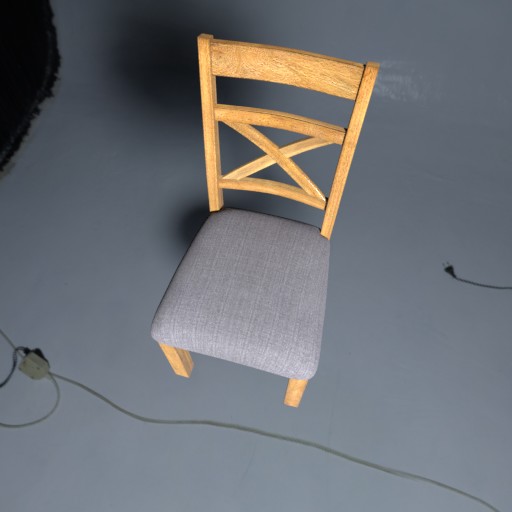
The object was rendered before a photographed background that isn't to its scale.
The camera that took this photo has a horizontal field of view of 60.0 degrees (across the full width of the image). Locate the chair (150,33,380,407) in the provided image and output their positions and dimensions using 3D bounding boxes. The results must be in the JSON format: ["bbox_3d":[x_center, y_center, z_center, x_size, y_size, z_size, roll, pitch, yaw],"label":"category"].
[{"bbox_3d":[0.000,0.000,1.258,0.470,0.949,0.581,13,61,8],"label":"chair"}]
